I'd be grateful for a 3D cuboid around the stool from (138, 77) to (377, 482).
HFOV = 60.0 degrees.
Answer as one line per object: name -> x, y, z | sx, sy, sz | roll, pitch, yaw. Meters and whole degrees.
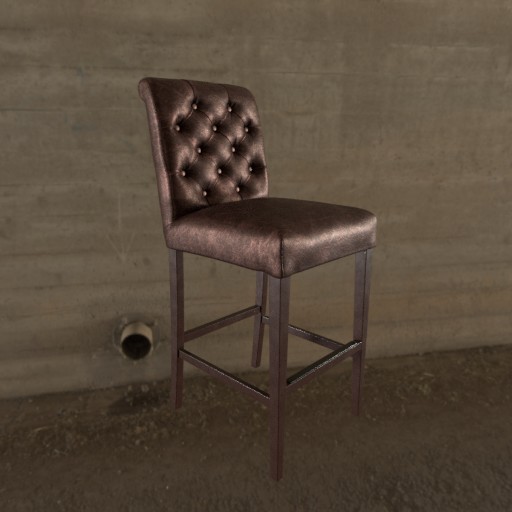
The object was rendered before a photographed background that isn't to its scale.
stool -> 0.000, 0.000, 1.521 | 0.659, 1.168, 0.483 | 14, 20, 42
